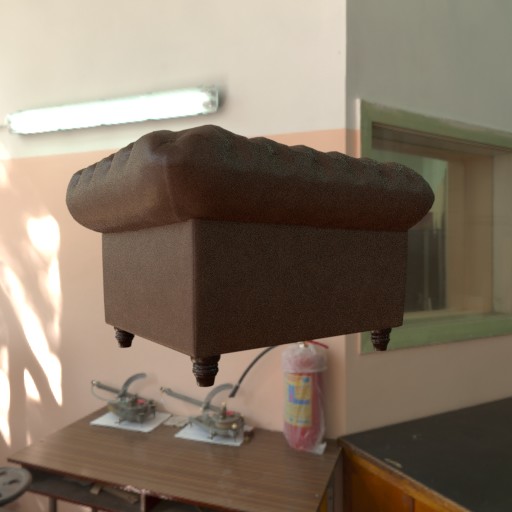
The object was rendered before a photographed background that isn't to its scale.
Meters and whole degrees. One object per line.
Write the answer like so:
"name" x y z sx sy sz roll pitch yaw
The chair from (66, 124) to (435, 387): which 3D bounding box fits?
"chair" 0.000 0.000 1.840 1.298 0.784 0.954 0 0 -36
